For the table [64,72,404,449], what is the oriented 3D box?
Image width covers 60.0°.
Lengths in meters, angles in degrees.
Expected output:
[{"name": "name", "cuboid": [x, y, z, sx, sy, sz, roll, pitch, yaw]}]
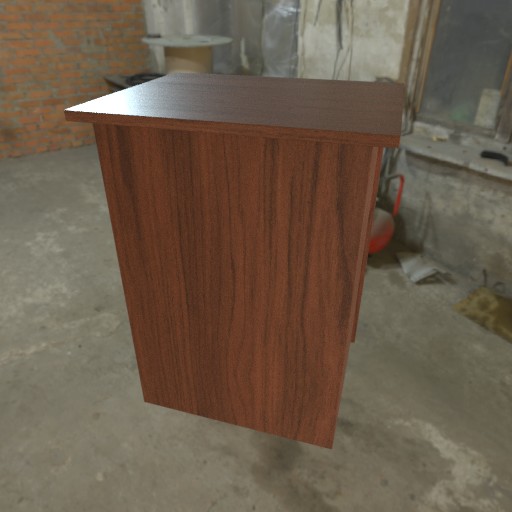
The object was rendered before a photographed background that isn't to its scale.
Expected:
[{"name": "table", "cuboid": [0.000, 0.000, 0.914, 0.480, 0.636, 0.381, 9, 32, 14]}]
